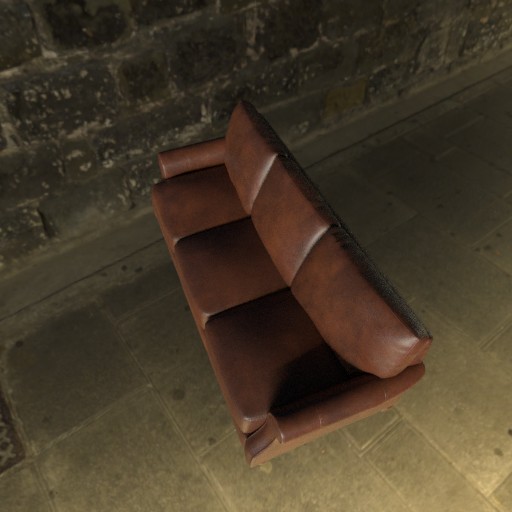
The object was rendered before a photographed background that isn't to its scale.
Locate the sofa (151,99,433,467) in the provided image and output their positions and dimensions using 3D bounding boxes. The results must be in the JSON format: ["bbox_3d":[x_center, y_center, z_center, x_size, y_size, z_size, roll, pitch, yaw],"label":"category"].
[{"bbox_3d":[0.000,0.000,2.868,0.973,0.977,2.351,-17,51,-14],"label":"sofa"}]
